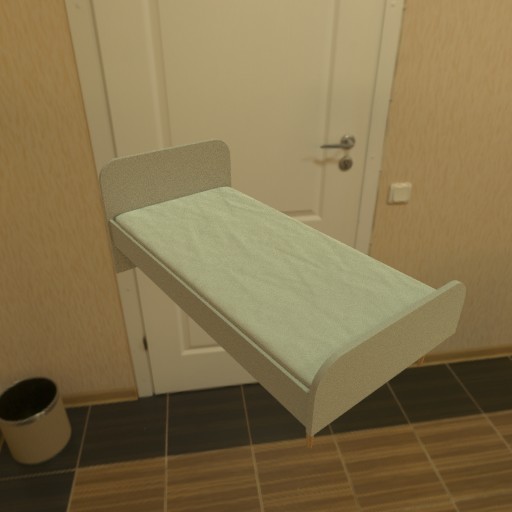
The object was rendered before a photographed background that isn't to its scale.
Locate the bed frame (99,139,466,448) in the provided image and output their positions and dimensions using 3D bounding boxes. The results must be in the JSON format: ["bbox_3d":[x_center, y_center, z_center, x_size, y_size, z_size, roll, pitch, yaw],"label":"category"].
[{"bbox_3d":[0.000,0.000,2.537,0.998,0.805,1.963,-21,36,-32],"label":"bed frame"}]
